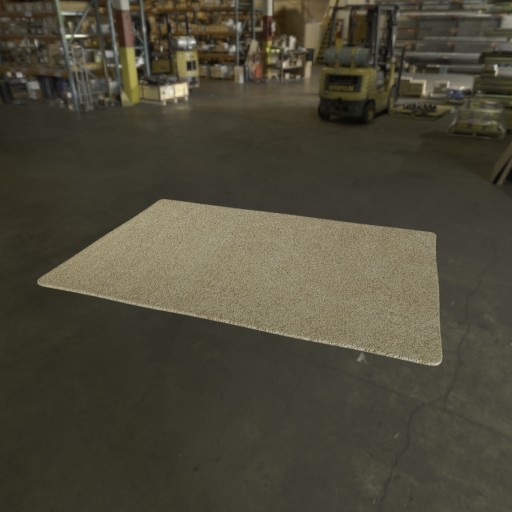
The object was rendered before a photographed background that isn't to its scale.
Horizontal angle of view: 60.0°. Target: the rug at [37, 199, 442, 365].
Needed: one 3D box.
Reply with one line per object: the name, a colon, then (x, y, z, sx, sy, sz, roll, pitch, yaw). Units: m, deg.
rug: (0.000, 0.000, 3.493, 2.700, 0.024, 1.801, 9, 29, 17)
